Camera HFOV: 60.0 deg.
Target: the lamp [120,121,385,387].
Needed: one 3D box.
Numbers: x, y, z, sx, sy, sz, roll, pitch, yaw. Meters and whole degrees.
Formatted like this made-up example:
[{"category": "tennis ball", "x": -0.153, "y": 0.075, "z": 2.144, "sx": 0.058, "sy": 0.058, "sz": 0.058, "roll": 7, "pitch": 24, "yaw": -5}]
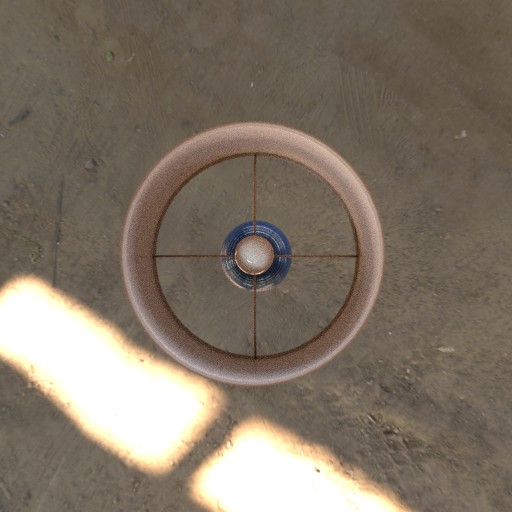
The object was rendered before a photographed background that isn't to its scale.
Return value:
[{"category": "lamp", "x": 0.000, "y": 0.000, "z": 0.836, "sx": 0.367, "sy": 0.609, "sz": 0.367, "roll": 0, "pitch": 89, "yaw": 1}]
